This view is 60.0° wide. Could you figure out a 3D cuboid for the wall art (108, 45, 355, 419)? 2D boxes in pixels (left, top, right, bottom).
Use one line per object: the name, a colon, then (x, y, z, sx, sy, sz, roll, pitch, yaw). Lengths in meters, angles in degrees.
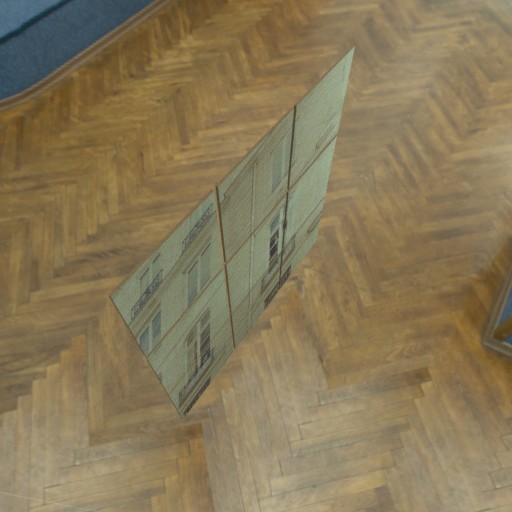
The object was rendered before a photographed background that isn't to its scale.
wall art: (0.000, 0.000, 2.275, 0.023, 1.522, 1.526, 30, 62, 18)
